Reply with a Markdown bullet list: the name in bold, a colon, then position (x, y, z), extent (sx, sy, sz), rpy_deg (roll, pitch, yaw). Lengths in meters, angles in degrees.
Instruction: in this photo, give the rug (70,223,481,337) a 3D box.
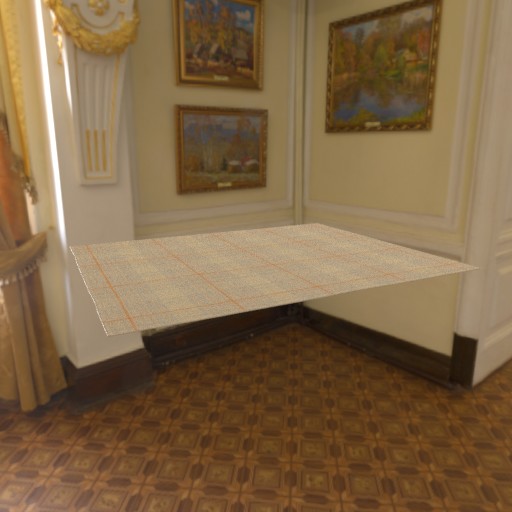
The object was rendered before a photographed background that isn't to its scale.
- **rug**: position (0.000, 0.000, 4.151), extent (3.051, 0.021, 2.448), rpy_deg (-7, 16, -26)
